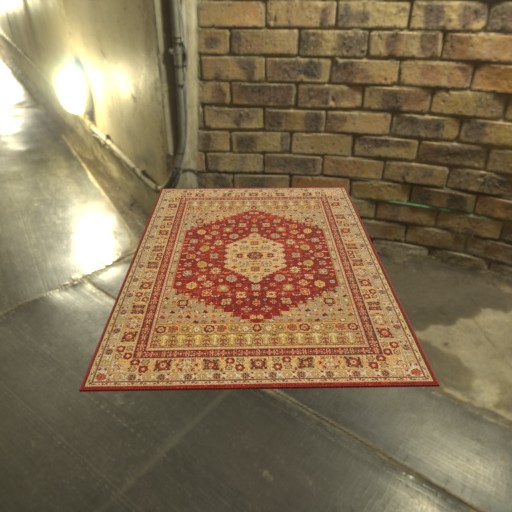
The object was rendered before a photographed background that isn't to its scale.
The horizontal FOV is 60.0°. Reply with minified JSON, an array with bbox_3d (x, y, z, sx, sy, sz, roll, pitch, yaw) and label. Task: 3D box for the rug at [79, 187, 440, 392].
[{"bbox_3d":[0.000,0.000,2.893,1.593,0.013,2.211,-1,32,-1],"label":"rug"}]
